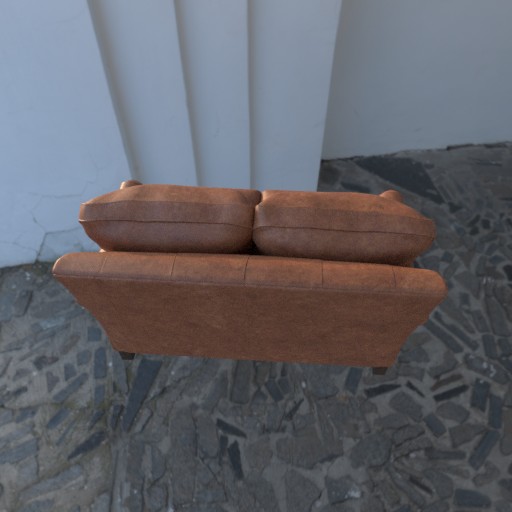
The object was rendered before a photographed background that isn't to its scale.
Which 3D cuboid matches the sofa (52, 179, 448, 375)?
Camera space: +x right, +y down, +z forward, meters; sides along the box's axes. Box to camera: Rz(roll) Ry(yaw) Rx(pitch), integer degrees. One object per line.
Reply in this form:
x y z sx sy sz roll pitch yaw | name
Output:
0.000 0.000 2.222 1.527 1.004 1.077 3 47 3 | sofa
